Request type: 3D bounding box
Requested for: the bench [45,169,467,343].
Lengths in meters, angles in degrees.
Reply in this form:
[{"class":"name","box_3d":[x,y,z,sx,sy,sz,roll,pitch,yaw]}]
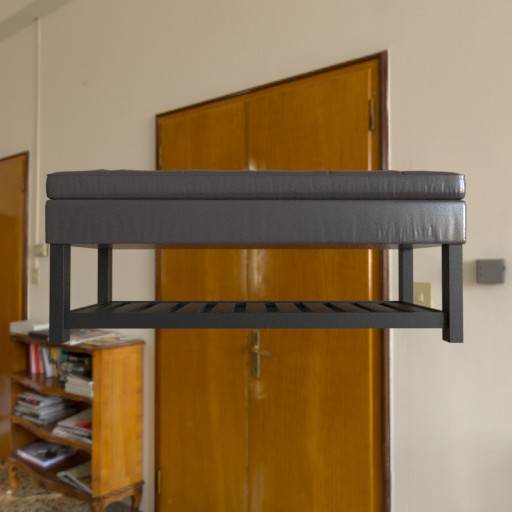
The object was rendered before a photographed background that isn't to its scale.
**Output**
[{"class":"bench","box_3d":[0.000,0.000,1.355,1.105,0.460,0.432,0,-1,0]}]
